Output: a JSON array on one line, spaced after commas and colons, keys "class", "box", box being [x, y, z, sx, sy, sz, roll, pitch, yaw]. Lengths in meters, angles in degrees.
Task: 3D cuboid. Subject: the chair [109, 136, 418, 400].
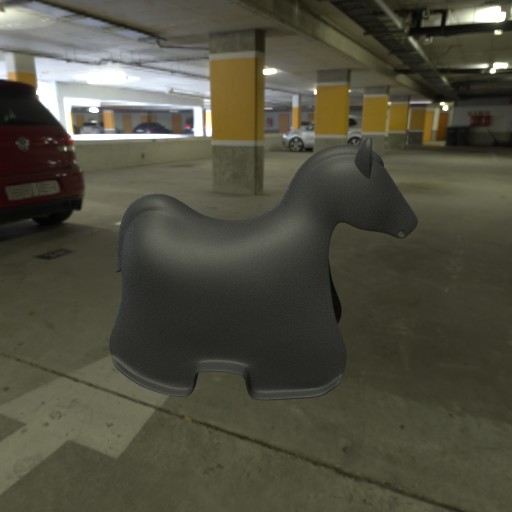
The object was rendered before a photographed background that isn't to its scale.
[{"class": "chair", "box": [0.000, 0.000, 1.174, 0.800, 0.612, 0.429, 2, 16, 8]}]
